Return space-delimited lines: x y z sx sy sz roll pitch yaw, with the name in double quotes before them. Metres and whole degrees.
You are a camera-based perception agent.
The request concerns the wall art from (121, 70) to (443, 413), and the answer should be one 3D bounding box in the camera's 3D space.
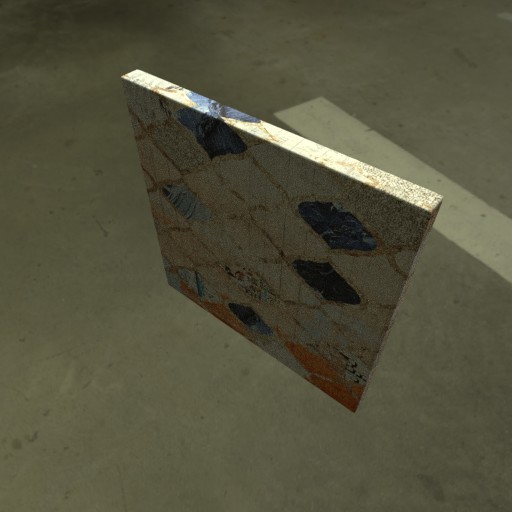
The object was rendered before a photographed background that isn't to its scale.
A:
"wall art" 0.000 0.000 0.772 0.507 0.508 0.038 30 54 25
